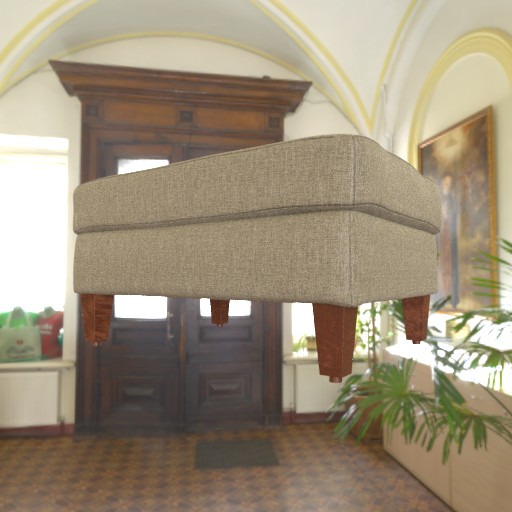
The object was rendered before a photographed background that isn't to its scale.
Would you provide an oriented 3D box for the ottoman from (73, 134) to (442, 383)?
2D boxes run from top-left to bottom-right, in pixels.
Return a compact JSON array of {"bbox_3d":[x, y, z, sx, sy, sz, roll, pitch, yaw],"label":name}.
[{"bbox_3d":[0.000,0.000,1.245,0.873,0.494,0.639,-2,-3,35],"label":"ottoman"}]
